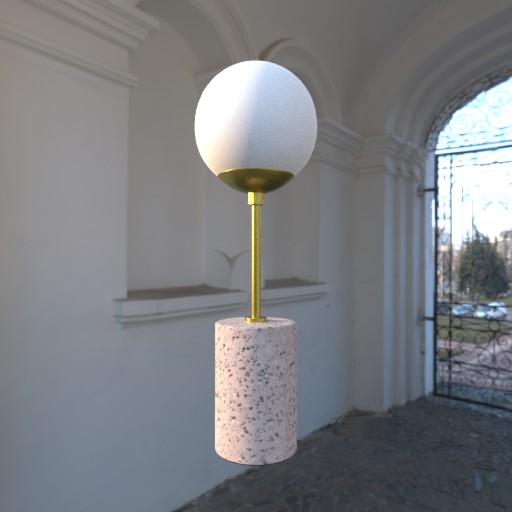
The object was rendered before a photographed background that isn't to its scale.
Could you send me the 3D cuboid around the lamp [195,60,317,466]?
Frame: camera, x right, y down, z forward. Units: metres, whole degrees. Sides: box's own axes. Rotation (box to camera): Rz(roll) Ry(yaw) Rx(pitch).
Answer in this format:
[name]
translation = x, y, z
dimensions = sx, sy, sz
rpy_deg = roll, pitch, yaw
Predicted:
[lamp]
translation = 0.000, 0.000, 0.559
dimensions = 0.153, 0.480, 0.153
rpy_deg = 0, -1, 0
